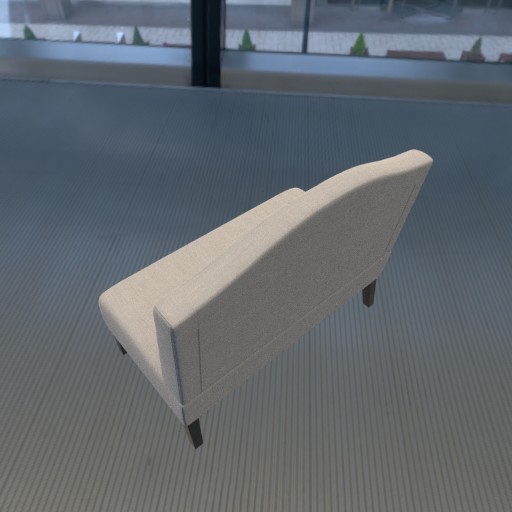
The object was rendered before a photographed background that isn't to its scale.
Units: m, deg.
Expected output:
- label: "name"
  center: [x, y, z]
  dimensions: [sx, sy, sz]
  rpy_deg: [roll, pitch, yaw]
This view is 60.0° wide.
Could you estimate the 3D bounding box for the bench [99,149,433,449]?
- label: "bench"
  center: [0.000, 0.000, 2.085]
  dimensions: [1.335, 1.180, 0.815]
  rpy_deg: [-32, 53, -28]
